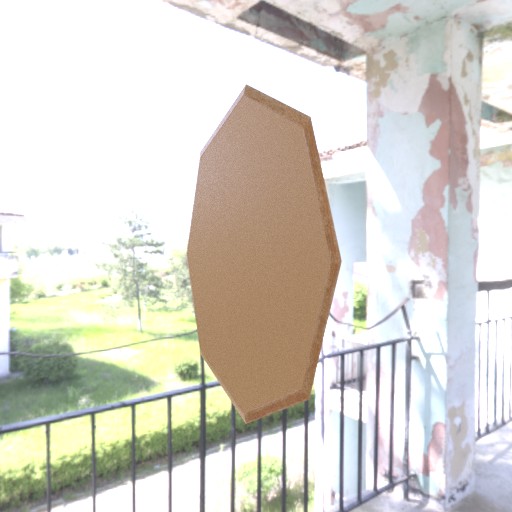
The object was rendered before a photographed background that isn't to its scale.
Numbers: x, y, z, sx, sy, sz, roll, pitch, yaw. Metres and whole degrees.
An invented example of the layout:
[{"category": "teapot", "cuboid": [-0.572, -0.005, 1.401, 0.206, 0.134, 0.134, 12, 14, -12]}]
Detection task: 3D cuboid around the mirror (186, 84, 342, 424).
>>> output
[{"category": "mirror", "cuboid": [0.000, 0.000, 1.026, 0.070, 0.774, 0.577, -1, 2, -37]}]
